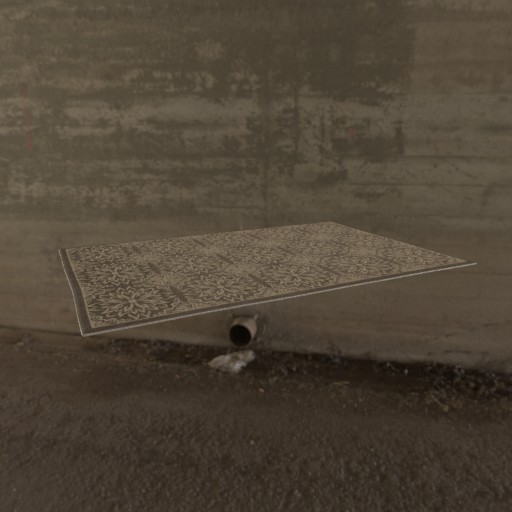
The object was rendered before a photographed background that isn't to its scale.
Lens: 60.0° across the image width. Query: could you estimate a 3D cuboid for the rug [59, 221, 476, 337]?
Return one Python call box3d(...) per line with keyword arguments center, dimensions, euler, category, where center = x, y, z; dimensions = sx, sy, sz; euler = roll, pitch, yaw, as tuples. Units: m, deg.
box3d(center=(0.000, 0.000, 3.476), dimensions=(2.746, 0.018, 1.819), euler=(-8, 17, -25), category="rug")
